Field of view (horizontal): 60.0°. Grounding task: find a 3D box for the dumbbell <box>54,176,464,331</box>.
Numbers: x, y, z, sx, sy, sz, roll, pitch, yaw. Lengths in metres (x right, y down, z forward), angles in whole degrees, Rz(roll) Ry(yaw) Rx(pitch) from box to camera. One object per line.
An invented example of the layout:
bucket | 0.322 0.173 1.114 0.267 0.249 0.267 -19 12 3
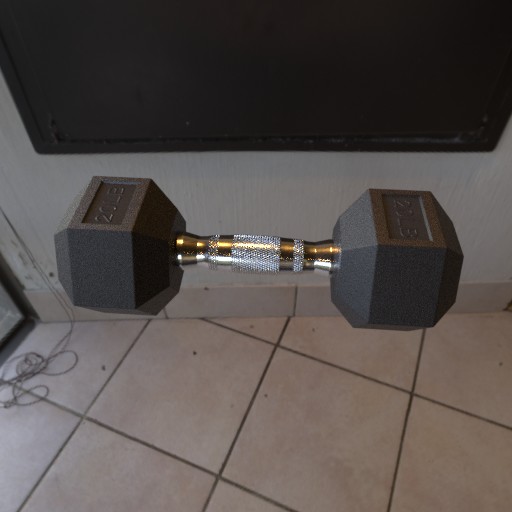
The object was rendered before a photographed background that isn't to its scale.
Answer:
dumbbell | 0.000 0.000 0.324 0.272 0.092 0.106 3 48 3
